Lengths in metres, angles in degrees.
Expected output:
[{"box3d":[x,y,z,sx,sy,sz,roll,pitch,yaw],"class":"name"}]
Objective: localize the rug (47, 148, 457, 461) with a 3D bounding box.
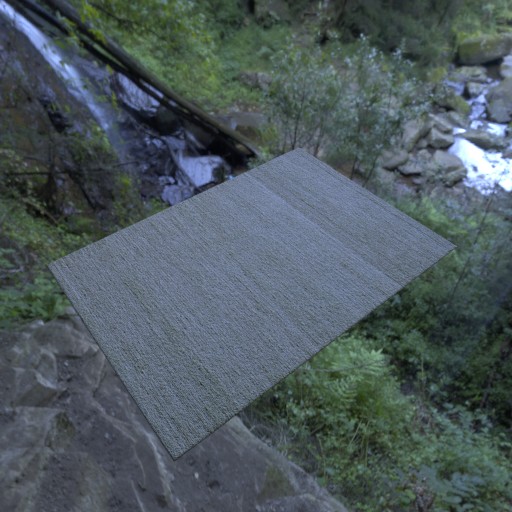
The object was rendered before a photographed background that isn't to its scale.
[{"box3d":[0.000,0.000,5.183,3.935,0.025,2.782,-30,53,-26],"class":"rug"}]
